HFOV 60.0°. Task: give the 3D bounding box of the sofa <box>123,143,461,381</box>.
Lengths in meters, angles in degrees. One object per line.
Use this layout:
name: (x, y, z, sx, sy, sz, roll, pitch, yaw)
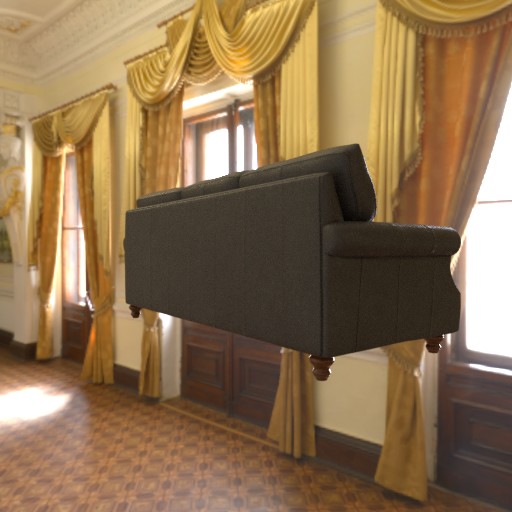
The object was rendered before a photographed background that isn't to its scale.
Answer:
sofa: (0.000, 0.000, 2.854, 0.974, 0.977, 2.387, -1, 1, -36)
